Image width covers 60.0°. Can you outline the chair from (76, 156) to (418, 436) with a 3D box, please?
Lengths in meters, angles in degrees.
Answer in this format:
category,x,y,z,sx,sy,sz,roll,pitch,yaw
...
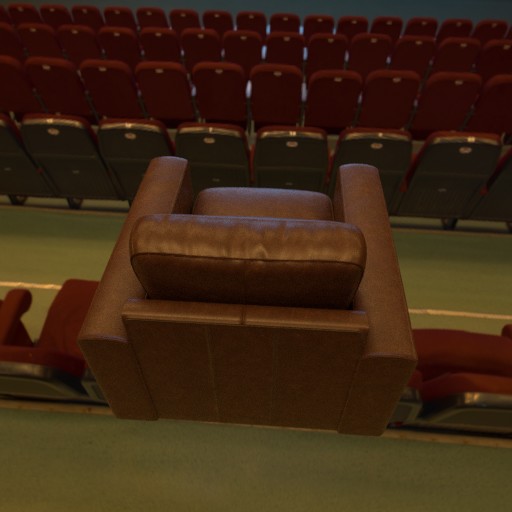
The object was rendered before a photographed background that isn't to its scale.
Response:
category,x,y,z,sx,sy,sz,roll,pitch,yaw
chair,0.000,0.000,1.715,1.005,0.873,1.016,3,46,3
